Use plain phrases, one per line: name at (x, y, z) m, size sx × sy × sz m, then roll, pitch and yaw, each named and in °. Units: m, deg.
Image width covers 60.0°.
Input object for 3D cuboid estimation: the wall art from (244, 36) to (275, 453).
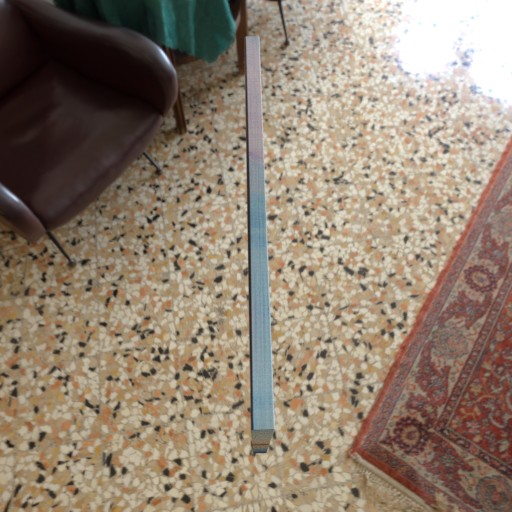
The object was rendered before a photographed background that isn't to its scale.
wall art at (0.000, 0.000, 1.158) m, size 0.037 × 0.605 × 0.911 m, roll -1°, pitch 63°, yaw -1°
